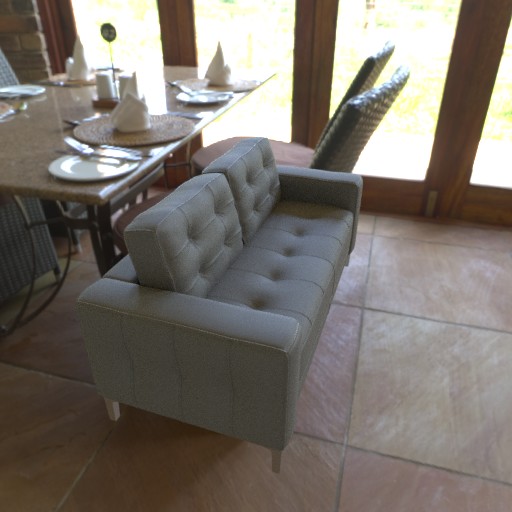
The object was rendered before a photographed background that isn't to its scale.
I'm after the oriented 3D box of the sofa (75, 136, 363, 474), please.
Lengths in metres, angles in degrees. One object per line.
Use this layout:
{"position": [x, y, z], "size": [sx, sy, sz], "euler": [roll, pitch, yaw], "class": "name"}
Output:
{"position": [0.000, 0.000, 2.264], "size": [0.833, 0.893, 1.726], "euler": [10, 32, 17], "class": "sofa"}
